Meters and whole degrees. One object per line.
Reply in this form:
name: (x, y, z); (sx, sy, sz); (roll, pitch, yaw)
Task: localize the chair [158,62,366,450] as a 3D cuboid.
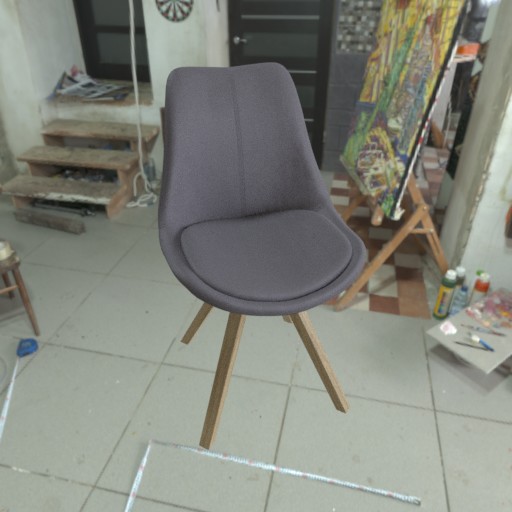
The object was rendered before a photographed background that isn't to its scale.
chair: (0.000, 0.000, 1.171); (0.483, 0.865, 0.547); (-9, 33, -14)
